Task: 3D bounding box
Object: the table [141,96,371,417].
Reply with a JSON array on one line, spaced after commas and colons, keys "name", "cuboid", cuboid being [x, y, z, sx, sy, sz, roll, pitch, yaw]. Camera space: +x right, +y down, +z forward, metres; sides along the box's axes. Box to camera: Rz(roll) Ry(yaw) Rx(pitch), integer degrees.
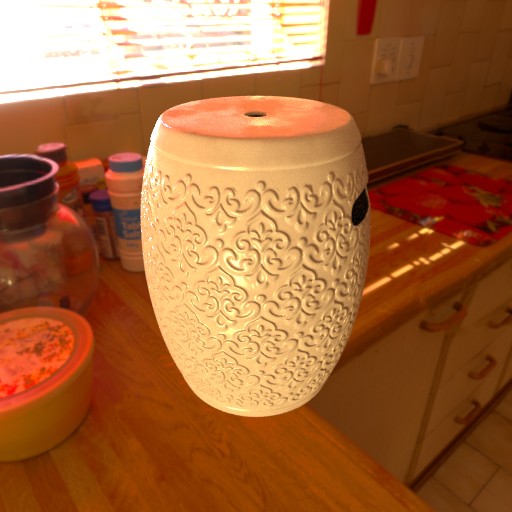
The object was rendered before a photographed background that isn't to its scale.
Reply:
[{"name": "table", "cuboid": [0.000, 0.000, 0.630, 0.309, 0.397, 0.309, 0, 30, 0]}]
